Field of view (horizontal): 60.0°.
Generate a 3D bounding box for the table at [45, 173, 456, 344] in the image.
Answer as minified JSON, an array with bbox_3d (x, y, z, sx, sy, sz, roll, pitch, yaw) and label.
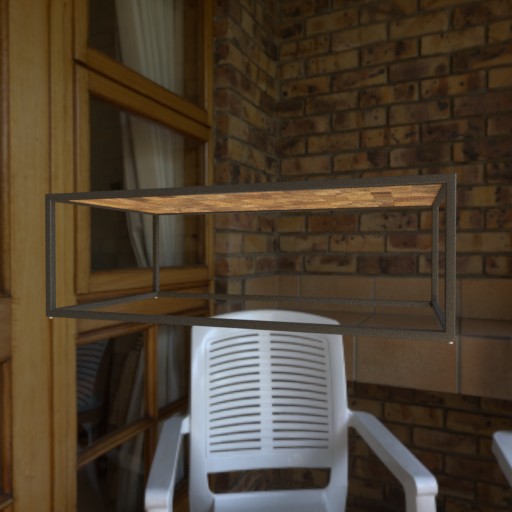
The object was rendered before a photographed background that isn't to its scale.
[{"bbox_3d":[0.000,0.000,1.526,1.199,0.398,0.649,0,1,19],"label":"table"}]
